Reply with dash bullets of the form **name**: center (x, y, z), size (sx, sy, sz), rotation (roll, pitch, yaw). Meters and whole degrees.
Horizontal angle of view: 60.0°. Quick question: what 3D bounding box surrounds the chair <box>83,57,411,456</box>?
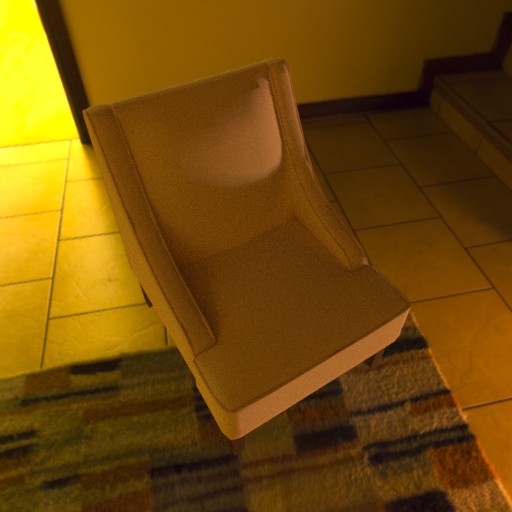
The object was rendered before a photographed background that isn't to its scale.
- **chair**: center (0.000, 0.000, 1.453), size (0.689, 0.886, 0.806), rotation (-25, 52, -21)
